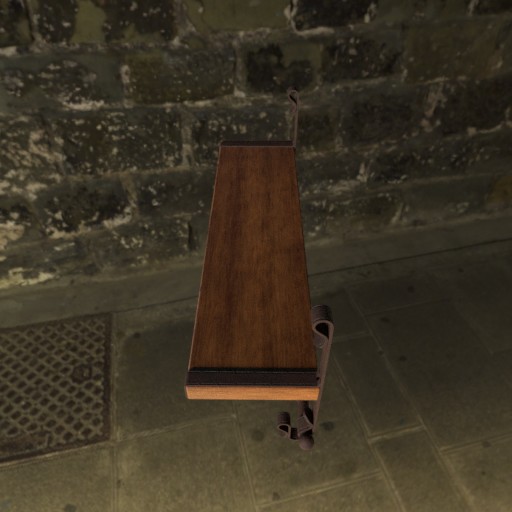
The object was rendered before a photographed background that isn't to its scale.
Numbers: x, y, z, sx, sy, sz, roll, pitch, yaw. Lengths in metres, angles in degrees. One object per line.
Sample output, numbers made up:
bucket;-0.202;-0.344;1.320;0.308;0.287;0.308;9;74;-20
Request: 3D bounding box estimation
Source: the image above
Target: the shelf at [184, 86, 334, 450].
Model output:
shelf;0.000;0.000;0.697;0.146;0.330;0.567;0;42;0
